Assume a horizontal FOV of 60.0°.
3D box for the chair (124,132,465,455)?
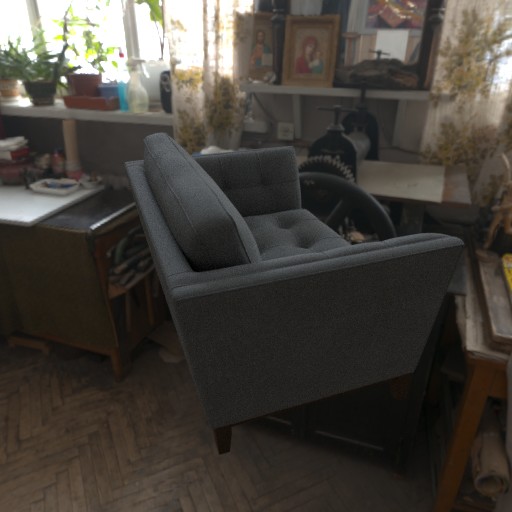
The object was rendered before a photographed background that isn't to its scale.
[{"bbox_3d":[0.000,0.000,2.020,0.965,0.942,1.396,-10,29,-18],"label":"chair"}]
